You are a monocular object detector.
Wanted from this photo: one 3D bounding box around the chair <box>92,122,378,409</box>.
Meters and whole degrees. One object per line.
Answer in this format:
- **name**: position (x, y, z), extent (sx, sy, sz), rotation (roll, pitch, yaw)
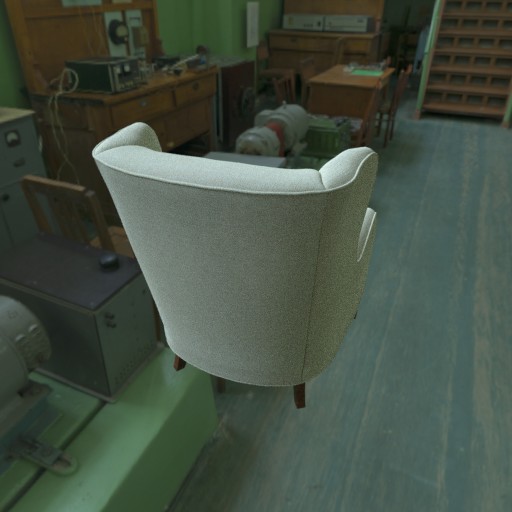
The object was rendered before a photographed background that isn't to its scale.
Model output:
- **chair**: position (0.000, 0.000, 1.753), extent (0.838, 1.040, 0.966), rotation (12, 33, 18)
